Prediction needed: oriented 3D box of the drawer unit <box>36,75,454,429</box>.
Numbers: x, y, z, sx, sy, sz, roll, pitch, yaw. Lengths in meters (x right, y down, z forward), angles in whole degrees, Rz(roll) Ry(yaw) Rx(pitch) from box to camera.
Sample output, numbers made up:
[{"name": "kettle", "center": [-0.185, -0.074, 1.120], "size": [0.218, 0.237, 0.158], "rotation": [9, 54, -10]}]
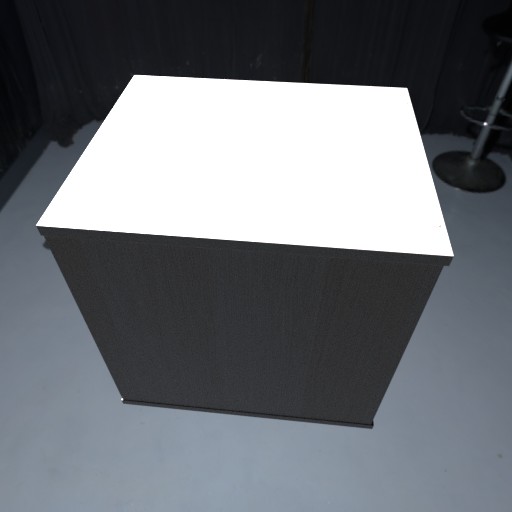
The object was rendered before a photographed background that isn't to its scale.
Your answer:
[{"name": "drawer unit", "center": [0.000, 0.000, 0.591], "size": [0.349, 0.344, 0.290], "rotation": [4, 47, 4]}]
